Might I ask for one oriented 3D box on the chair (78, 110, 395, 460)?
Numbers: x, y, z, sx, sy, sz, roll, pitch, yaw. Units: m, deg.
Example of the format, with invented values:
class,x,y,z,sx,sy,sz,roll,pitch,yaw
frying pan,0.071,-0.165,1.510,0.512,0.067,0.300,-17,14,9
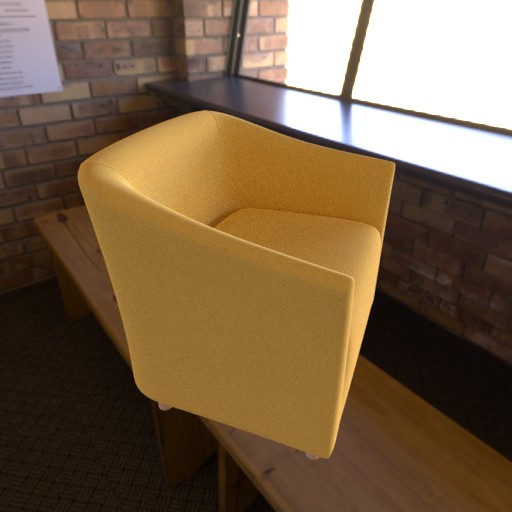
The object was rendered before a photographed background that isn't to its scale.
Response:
class,x,y,z,sx,sy,sz,roll,pitch,yaw
chair,0.000,0.000,1.351,0.700,0.720,0.790,11,32,18
